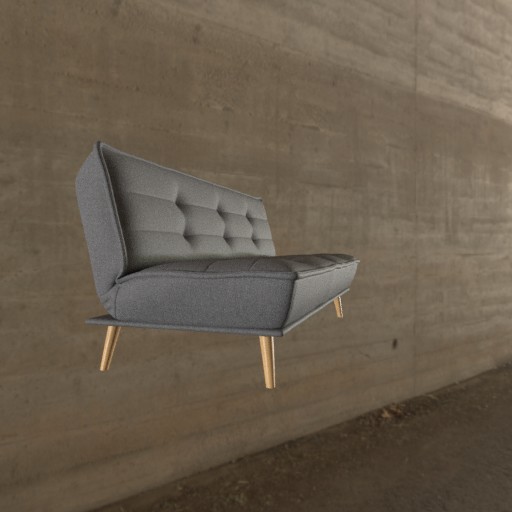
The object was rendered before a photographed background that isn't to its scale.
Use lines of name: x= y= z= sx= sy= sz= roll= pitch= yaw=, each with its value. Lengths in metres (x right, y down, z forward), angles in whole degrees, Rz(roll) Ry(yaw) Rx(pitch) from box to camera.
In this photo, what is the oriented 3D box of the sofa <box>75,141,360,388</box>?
sofa: x=0.000 y=0.000 z=2.457 sx=0.950 sy=0.890 sz=1.940 roll=0 pitch=1 yaw=19
